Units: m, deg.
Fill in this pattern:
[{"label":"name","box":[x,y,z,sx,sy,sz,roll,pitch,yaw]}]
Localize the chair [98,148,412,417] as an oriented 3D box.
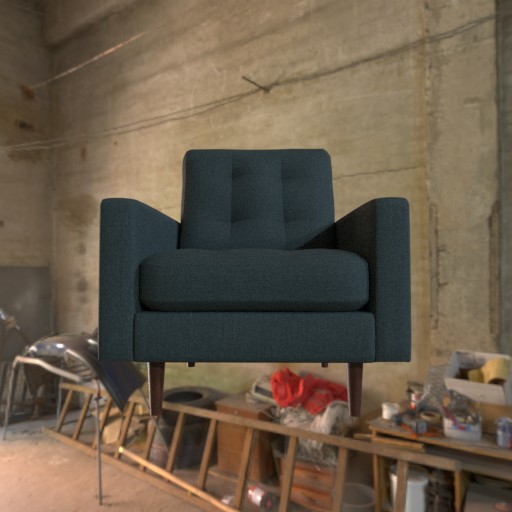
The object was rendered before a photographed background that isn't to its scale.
[{"label":"chair","box":[0.000,0.000,1.537,0.821,0.880,0.843,0,-2,1]}]
